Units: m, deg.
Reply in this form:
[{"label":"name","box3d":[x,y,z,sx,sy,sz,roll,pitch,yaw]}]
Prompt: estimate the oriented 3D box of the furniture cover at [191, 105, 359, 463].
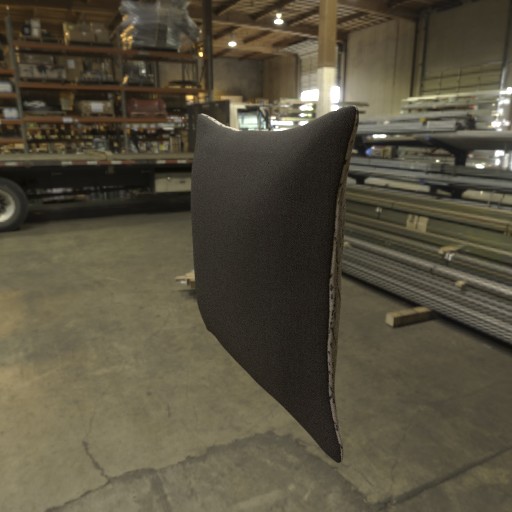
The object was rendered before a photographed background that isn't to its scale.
[{"label":"furniture cover","box3d":[0.000,0.000,0.790,0.180,0.498,0.525,-8,18,-26]}]
